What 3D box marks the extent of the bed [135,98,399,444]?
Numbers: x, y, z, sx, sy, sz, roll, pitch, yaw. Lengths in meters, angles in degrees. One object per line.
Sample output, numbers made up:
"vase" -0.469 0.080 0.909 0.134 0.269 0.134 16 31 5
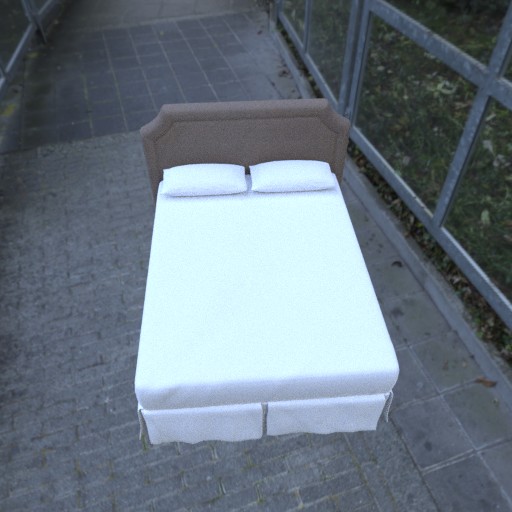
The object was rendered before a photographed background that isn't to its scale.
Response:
"bed" 0.000 0.000 3.154 1.693 1.290 2.116 -3 46 -3
